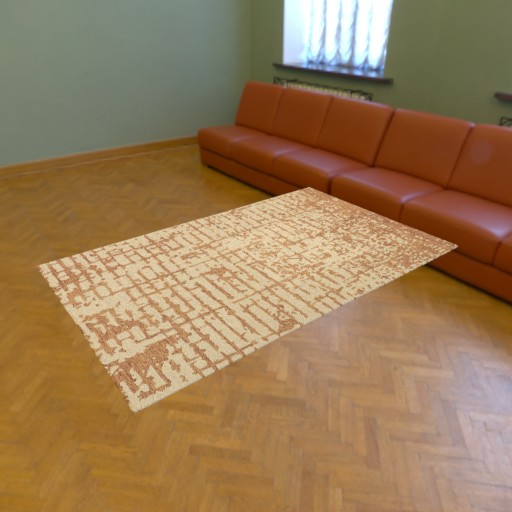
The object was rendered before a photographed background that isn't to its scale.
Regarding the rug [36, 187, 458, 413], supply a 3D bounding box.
[{"bbox_3d":[0.000,0.000,2.995,2.435,0.011,1.517,-20,35,-32],"label":"rug"}]
